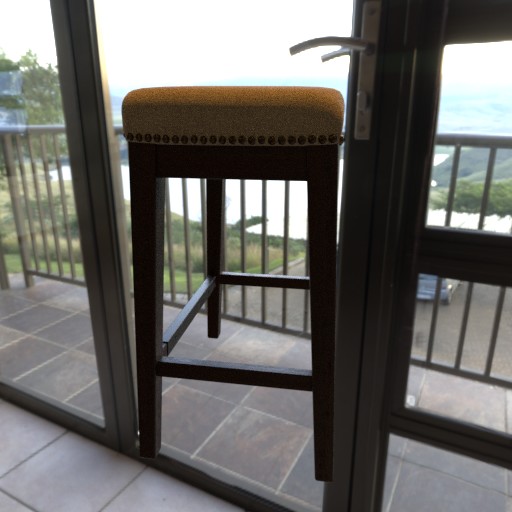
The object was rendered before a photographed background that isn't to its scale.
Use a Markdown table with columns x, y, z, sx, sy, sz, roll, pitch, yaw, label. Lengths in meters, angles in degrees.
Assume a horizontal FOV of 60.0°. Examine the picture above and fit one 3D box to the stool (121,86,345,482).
| x | y | z | sx | sy | sz | roll | pitch | yaw | label |
| --- | --- | --- | --- | --- | --- | --- | --- | --- | --- |
| 0.000 | 0.000 | 0.950 | 0.363 | 0.669 | 0.509 | 3 | 18 | 9 | stool |
